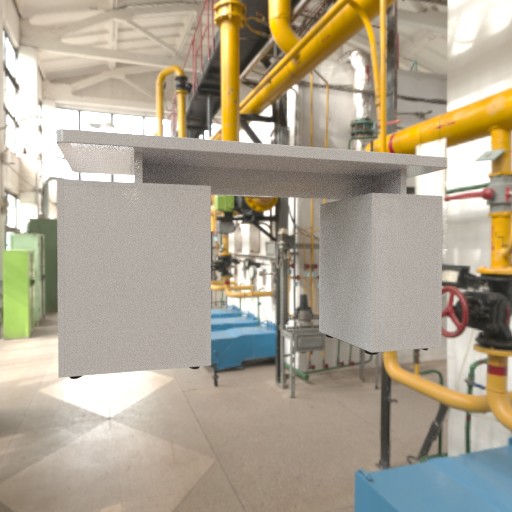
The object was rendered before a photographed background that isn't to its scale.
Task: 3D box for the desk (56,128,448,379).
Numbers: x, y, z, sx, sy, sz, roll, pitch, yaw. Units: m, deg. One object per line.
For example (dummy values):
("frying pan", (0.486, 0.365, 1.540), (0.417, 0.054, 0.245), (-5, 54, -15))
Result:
("desk", (0.000, 0.000, 1.768), (1.400, 0.762, 0.550), (0, 1, -17))
